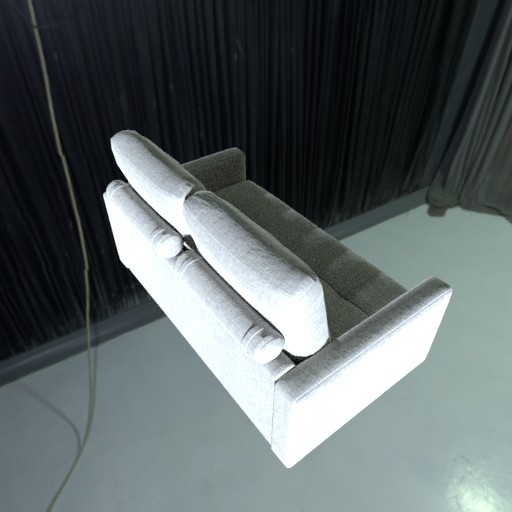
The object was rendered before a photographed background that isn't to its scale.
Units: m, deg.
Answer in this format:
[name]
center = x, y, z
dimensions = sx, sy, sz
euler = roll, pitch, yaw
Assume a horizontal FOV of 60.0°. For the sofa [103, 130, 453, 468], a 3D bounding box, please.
[sofa]
center = 0.000, 0.000, 1.944
dimensions = 0.842, 0.907, 1.407
euler = -26, 47, -27
